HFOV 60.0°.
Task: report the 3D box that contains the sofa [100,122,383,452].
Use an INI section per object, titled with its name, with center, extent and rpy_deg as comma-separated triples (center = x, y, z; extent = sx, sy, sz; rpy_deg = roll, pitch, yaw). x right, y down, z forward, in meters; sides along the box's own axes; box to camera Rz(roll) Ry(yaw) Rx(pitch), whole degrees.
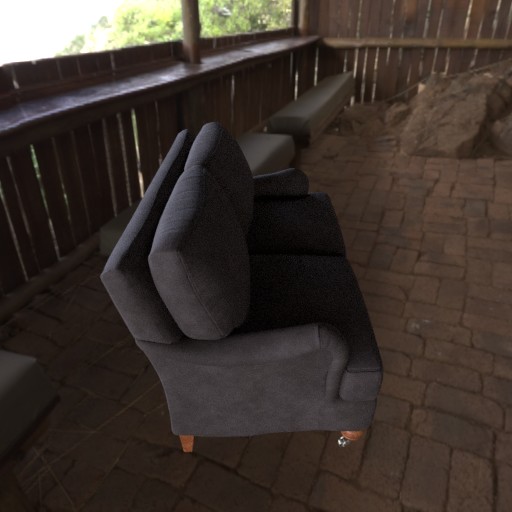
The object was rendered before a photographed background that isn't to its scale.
[sofa]
center = 0.000, 0.000, 2.526
extent = 1.084, 1.101, 1.853
rpy_deg = 0, 31, 1
